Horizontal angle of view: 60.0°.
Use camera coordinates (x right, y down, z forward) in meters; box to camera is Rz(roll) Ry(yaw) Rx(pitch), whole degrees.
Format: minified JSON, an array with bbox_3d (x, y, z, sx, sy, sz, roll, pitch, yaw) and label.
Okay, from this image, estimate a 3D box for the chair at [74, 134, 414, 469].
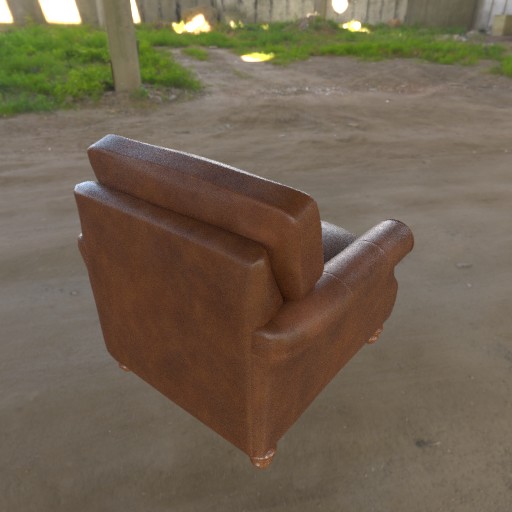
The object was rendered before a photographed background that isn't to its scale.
[{"bbox_3d":[0.000,0.000,1.723,0.989,0.972,0.992,22,36,33],"label":"chair"}]
